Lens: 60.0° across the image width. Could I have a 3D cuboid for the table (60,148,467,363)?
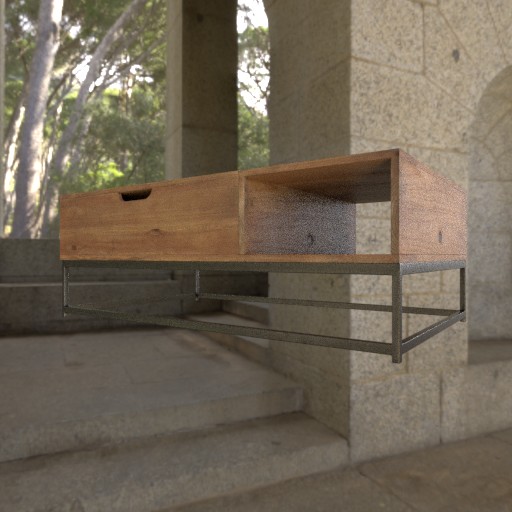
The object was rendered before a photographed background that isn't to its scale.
[{"bbox_3d":[0.000,0.000,1.391,1.101,0.395,0.655,0,0,35],"label":"table"}]
